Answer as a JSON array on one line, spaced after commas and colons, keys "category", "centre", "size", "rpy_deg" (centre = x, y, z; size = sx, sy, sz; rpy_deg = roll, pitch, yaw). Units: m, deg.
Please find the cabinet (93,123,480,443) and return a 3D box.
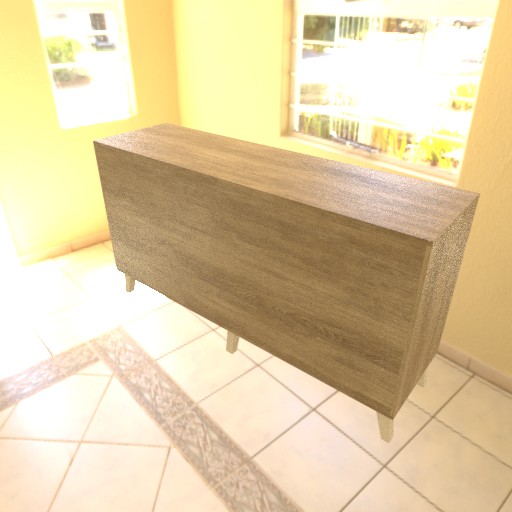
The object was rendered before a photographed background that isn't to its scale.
[{"category": "cabinet", "centre": [0.000, 0.000, 2.010], "size": [1.600, 0.870, 0.450], "rpy_deg": [22, 37, 33]}]
